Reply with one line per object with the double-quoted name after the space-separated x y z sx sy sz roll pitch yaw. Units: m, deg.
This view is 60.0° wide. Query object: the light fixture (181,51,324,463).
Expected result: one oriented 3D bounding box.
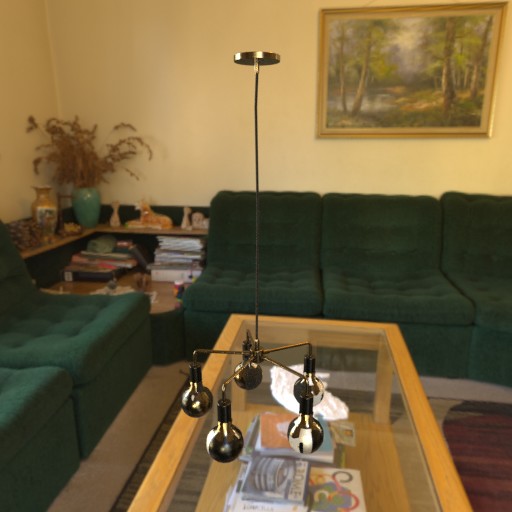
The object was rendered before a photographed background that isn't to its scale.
0.000 0.000 1.191 0.438 0.988 0.421 -2 15 -9 "light fixture"
